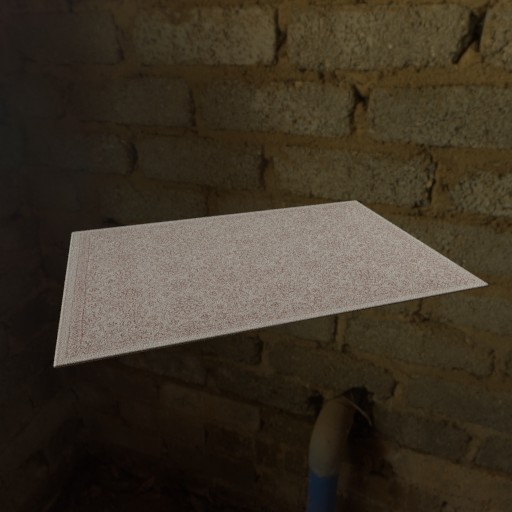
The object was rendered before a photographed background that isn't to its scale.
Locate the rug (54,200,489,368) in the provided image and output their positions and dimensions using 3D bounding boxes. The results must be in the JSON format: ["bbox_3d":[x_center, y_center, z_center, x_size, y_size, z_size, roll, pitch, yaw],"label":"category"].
[{"bbox_3d":[0.000,0.000,2.271,1.829,0.010,1.219,-8,27,-16],"label":"rug"}]
